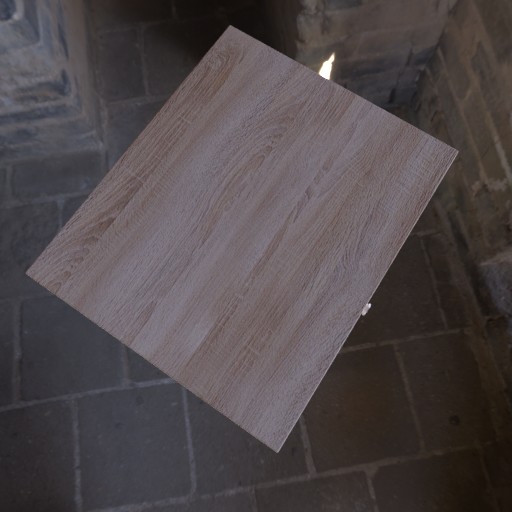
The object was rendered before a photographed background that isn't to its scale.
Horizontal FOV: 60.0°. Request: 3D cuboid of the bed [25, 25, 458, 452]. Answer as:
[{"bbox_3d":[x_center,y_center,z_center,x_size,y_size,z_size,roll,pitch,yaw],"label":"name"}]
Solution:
[{"bbox_3d":[0.000,0.000,0.787,0.401,0.420,0.460,33,77,9],"label":"bed"}]
